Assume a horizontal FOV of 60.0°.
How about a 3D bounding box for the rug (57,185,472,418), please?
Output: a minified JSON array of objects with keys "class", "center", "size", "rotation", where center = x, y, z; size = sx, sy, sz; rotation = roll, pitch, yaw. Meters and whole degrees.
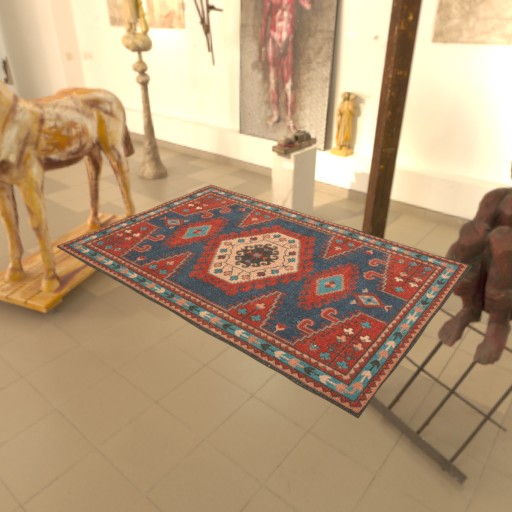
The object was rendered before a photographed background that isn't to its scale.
[{"class":"rug","center":[0.000,0.000,2.313],"size":[1.820,0.012,1.207],"rotation":[22,36,33]}]
